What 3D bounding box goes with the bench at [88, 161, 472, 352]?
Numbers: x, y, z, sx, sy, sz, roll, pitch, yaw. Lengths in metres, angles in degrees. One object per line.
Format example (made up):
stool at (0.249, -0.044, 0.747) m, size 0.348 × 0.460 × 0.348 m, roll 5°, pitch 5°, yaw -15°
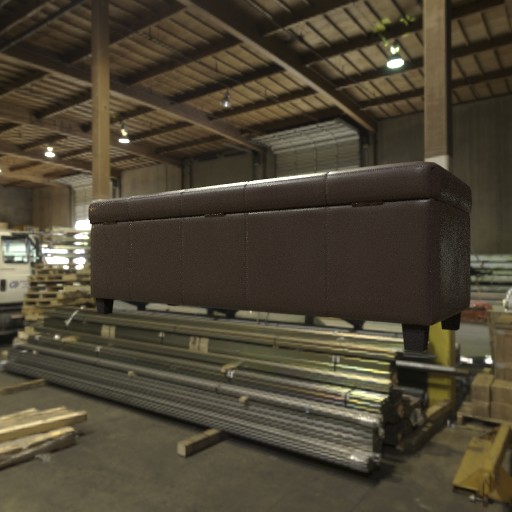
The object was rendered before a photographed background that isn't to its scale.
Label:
bench at (0.000, 0.000, 1.436) m, size 1.219 × 0.417 × 0.450 m, roll 0°, pitch 0°, yaw 35°
